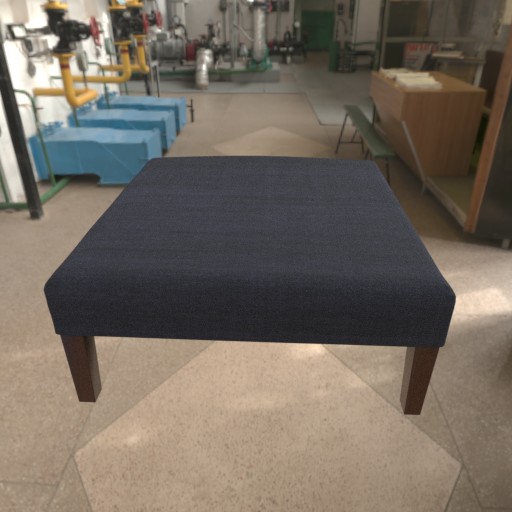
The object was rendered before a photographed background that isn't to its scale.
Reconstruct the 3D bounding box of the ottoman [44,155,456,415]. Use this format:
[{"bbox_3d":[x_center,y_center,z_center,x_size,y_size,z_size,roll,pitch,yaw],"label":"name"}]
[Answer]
[{"bbox_3d":[0.000,0.000,1.399,0.890,0.411,0.889,1,30,2],"label":"ottoman"}]
